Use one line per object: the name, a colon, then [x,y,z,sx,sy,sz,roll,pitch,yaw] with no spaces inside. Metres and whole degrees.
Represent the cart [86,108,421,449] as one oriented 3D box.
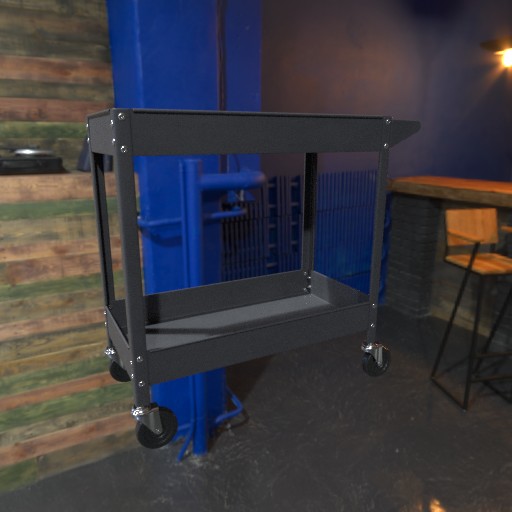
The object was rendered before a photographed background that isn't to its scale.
cart: [0.000,0.000,1.194,0.779,0.719,0.366,-8,17,-27]
